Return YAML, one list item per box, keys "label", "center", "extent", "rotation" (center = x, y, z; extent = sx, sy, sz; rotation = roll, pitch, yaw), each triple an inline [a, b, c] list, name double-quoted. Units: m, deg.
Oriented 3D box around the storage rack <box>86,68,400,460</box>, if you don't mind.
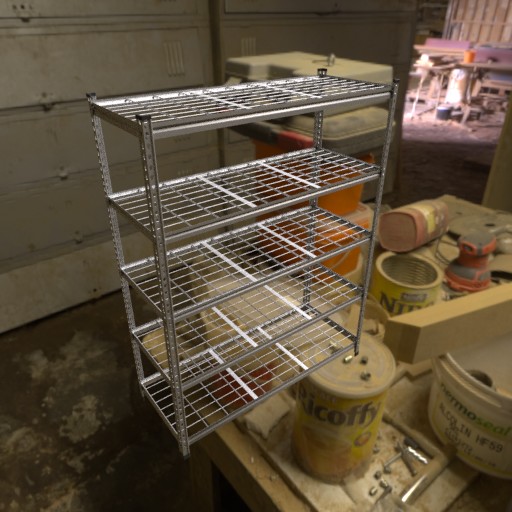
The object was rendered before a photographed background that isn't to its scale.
- label: "storage rack"
  center: [0.000, 0.000, 2.729]
  extent: [1.524, 1.981, 0.610]
  rotation: [-20, 35, -31]
